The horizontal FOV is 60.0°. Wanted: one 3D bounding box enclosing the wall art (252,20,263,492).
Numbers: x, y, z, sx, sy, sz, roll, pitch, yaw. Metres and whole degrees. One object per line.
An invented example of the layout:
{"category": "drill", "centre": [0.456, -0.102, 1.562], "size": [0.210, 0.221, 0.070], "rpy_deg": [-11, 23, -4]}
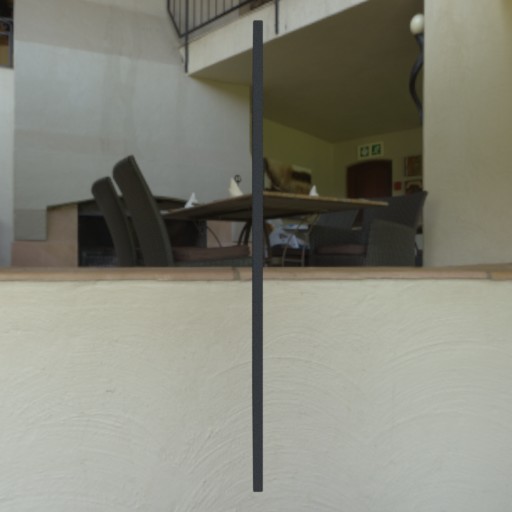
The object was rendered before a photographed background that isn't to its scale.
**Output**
{"category": "wall art", "centre": [0.000, 0.000, 0.683], "size": [0.012, 0.529, 0.374], "rpy_deg": [0, 0, -1]}
